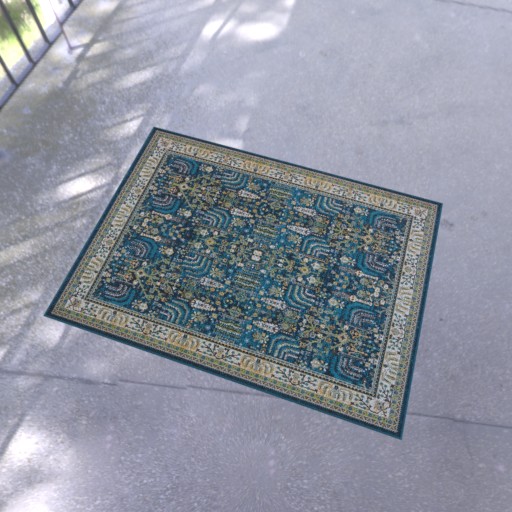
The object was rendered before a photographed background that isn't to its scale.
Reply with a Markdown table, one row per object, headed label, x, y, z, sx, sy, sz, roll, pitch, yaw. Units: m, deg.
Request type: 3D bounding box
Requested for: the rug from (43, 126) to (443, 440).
| label | x | y | z | sx | sy | sz | roll | pitch | yaw |
| --- | --- | --- | --- | --- | --- | --- | --- | --- | --- |
| rug | 0.000 | 0.000 | 4.001 | 3.044 | 0.015 | 2.226 | 17 | 64 | 8 |
